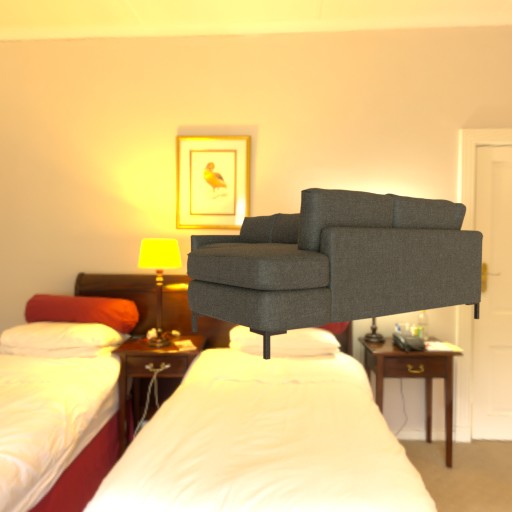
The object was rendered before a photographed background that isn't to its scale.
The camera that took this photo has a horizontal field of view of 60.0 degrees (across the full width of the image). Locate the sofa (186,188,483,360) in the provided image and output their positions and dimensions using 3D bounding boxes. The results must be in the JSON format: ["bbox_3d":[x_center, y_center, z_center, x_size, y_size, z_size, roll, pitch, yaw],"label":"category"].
[{"bbox_3d":[0.000,0.000,3.790,1.984,0.858,2.972,-1,2,-34],"label":"sofa"}]
